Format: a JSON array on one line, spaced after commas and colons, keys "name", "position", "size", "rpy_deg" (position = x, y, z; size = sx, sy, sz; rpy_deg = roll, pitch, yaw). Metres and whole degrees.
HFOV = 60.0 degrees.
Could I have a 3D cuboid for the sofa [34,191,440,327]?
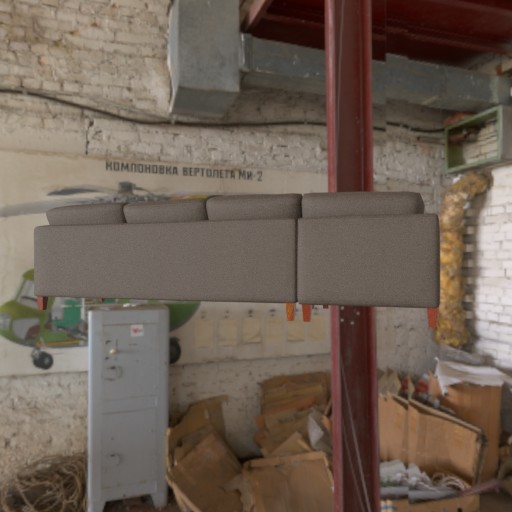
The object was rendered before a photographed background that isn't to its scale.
[{"name": "sofa", "position": [0.000, 0.000, 4.533], "size": [3.302, 0.947, 2.593], "rpy_deg": [0, 0, 18]}]
